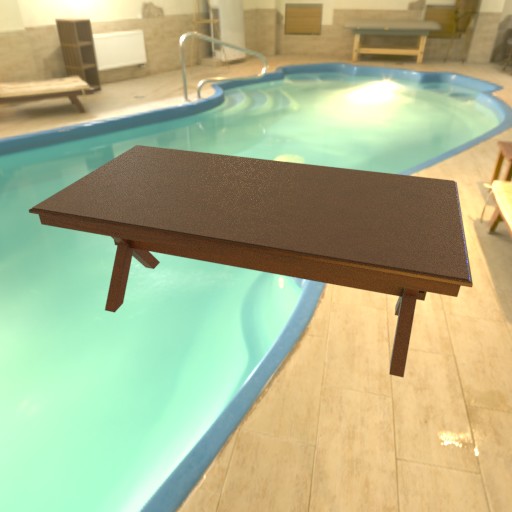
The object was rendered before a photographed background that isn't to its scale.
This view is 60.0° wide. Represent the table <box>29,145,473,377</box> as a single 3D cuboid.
[{"bbox_3d":[0.000,0.000,1.492,1.197,0.459,0.594,10,34,15],"label":"table"}]
